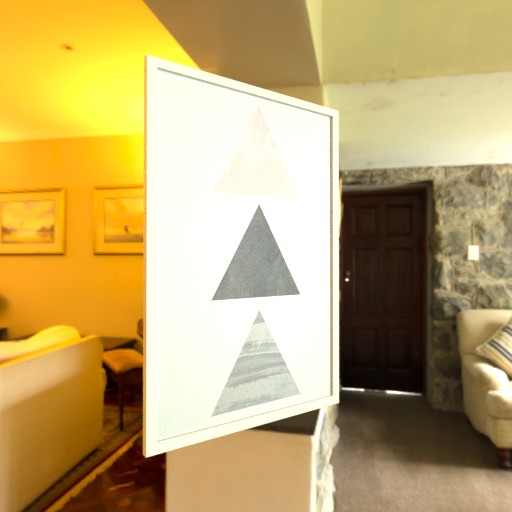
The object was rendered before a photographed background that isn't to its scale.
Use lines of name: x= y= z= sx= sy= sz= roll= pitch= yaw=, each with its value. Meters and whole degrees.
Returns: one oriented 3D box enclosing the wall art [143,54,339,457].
wall art: x=0.000 y=0.000 z=0.863 sx=0.456 sy=0.656 sz=0.013 roll=0 pitch=-1 yaw=-37
